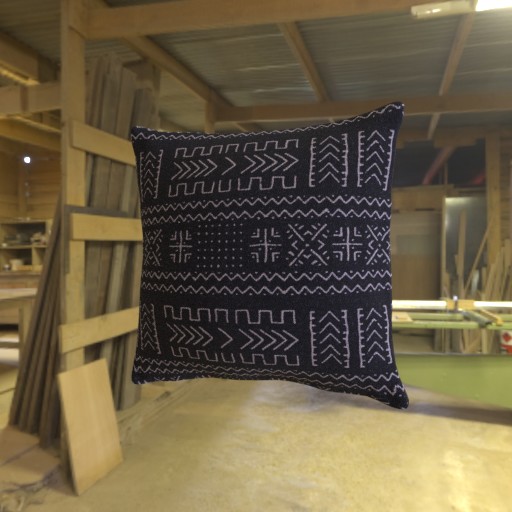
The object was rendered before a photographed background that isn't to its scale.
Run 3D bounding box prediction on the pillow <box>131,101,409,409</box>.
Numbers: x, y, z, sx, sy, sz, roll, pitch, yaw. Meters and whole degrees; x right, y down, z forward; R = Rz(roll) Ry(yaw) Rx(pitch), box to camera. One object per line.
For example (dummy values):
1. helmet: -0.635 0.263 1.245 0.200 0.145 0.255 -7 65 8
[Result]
1. pillow: 0.000 0.000 0.671 0.438 0.430 0.164 0 0 18
